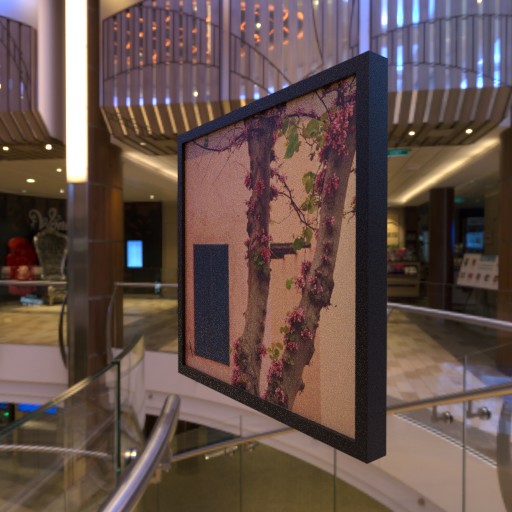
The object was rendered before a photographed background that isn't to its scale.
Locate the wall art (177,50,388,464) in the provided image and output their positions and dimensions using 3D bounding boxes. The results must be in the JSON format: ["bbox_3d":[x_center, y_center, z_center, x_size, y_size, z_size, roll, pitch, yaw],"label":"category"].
[{"bbox_3d":[0.000,0.000,0.758,0.038,0.508,0.508,-1,1,-37],"label":"wall art"}]
